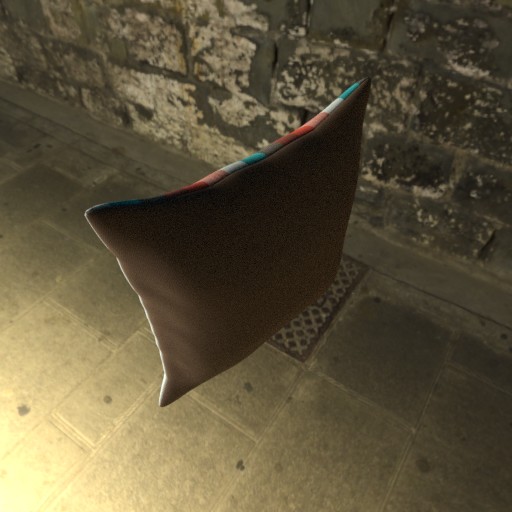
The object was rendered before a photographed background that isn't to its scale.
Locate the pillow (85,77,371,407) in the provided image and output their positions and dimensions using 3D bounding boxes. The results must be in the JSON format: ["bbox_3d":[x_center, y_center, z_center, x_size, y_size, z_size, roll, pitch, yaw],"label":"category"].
[{"bbox_3d":[0.000,0.000,0.703,0.453,0.443,0.168,-33,55,-27],"label":"pillow"}]
